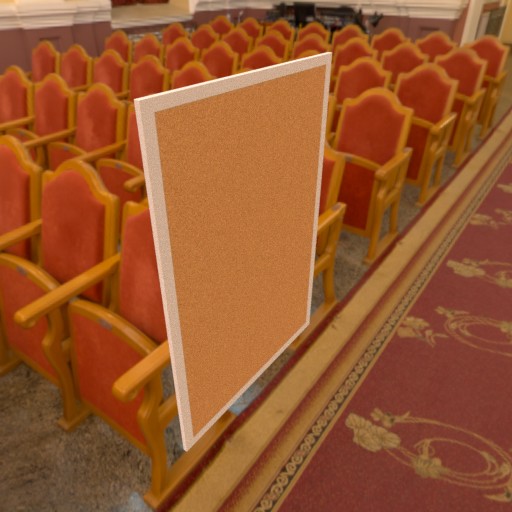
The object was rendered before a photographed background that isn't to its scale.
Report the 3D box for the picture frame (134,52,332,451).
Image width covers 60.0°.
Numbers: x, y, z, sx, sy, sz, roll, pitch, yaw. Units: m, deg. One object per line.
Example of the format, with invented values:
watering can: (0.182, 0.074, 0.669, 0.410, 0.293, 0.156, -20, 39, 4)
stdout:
picture frame: (0.000, 0.000, 1.200, 0.013, 0.940, 0.659, 22, 38, 30)
